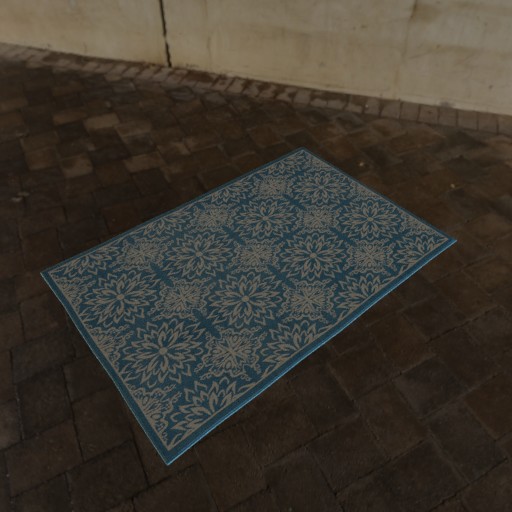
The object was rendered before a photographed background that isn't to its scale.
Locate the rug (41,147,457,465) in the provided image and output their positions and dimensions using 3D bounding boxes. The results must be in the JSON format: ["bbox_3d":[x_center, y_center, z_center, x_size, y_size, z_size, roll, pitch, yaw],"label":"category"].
[{"bbox_3d":[0.000,0.000,2.325,1.833,0.012,1.211,-31,53,-26],"label":"rug"}]
